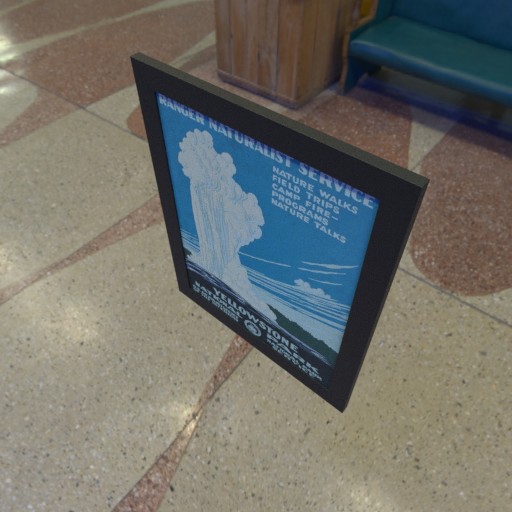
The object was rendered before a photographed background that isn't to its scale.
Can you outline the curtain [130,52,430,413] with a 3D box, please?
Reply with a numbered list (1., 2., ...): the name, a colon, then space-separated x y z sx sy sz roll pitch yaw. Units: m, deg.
1. curtain: 0.000 0.000 0.795 0.483 0.585 0.027 32 56 26
